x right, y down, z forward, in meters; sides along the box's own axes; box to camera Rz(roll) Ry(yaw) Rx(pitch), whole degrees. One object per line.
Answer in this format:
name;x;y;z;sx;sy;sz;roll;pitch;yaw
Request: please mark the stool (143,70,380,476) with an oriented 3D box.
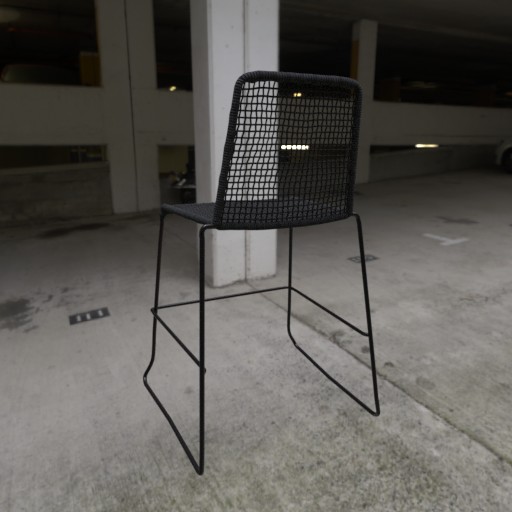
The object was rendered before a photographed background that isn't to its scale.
stool;0.000;0.000;1.252;0.590;0.905;0.509;-7;16;-25
